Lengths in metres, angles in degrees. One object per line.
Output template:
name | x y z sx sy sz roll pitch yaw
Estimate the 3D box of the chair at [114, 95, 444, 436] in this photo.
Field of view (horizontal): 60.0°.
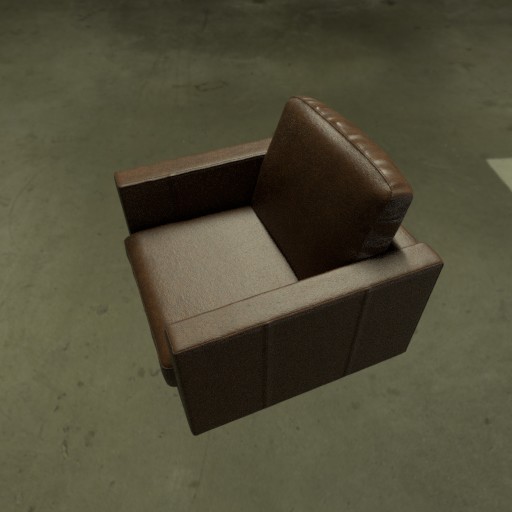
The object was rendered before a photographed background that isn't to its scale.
chair | 0.000 0.000 1.690 0.909 0.956 0.890 -17 48 -16
